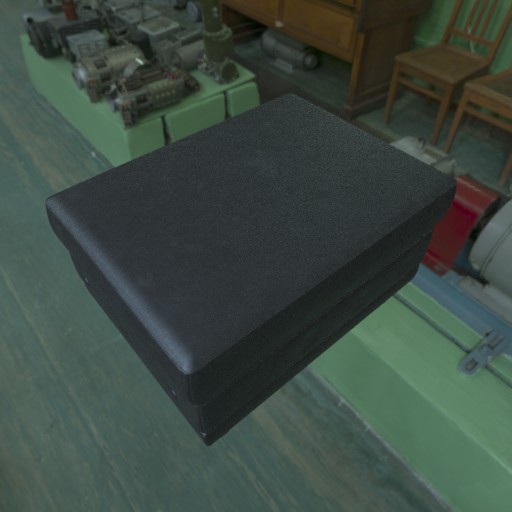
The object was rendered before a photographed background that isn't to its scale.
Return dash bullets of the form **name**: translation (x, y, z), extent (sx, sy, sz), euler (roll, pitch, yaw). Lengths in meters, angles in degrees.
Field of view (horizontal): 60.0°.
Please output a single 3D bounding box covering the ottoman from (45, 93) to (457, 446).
- **ottoman**: translation (0.000, 0.000, 1.179), extent (0.795, 0.498, 0.590), euler (-32, 55, -26)
